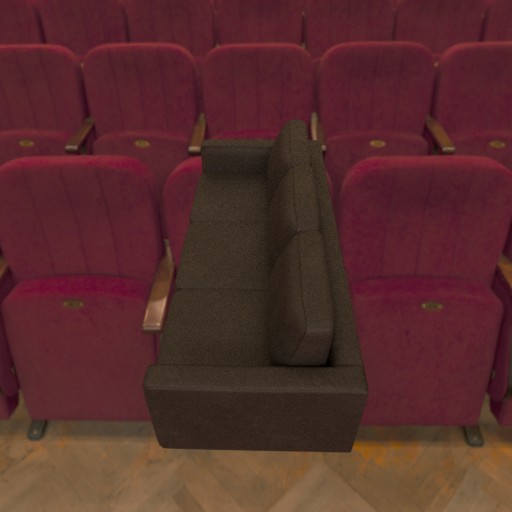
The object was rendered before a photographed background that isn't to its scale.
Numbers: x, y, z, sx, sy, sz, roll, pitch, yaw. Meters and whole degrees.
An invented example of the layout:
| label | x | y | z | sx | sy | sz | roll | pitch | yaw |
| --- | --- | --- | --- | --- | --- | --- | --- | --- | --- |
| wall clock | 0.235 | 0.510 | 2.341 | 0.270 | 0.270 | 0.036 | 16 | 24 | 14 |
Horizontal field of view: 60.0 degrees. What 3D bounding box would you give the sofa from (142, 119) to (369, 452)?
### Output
| label | x | y | z | sx | sy | sz | roll | pitch | yaw |
| --- | --- | --- | --- | --- | --- | --- | --- | --- | --- |
| sofa | 0.000 | 0.000 | 2.545 | 0.879 | 0.899 | 2.029 | 1 | 41 | 1 |
